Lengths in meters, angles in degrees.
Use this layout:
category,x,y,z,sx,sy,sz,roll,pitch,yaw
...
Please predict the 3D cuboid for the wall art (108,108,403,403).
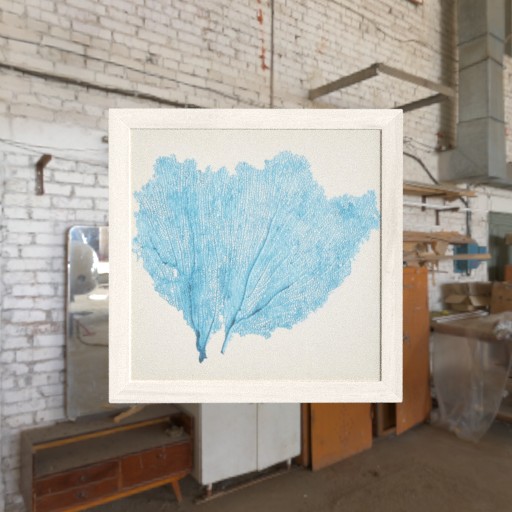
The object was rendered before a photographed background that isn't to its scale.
category,x,y,z,sx,sy,sz,roll,pitch,yaw
wall art,0.000,0.000,0.887,0.584,0.584,0.013,0,0,0
